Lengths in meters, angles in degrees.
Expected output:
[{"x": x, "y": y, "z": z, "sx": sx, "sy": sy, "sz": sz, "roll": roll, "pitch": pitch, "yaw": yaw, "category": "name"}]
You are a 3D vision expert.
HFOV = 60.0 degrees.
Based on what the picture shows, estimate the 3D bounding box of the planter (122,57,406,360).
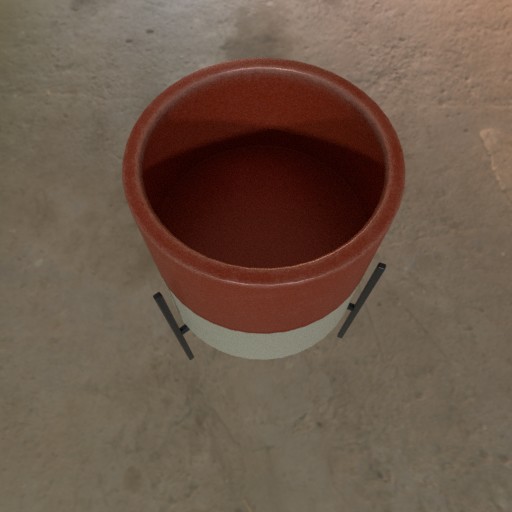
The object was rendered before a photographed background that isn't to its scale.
[{"x": 0.000, "y": 0.000, "z": 0.520, "sx": 0.251, "sy": 0.354, "sz": 0.235, "roll": -36, "pitch": 69, "yaw": -16, "category": "planter"}]
